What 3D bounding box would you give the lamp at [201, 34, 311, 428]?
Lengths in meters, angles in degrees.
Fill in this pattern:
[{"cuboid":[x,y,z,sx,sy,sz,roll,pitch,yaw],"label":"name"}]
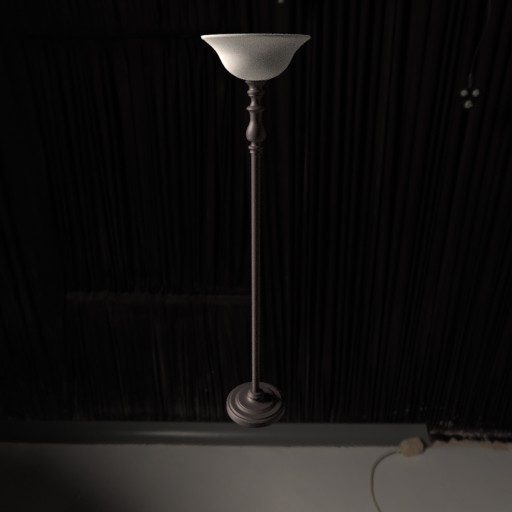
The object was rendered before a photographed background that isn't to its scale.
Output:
[{"cuboid":[0.000,0.000,2.023,0.405,1.797,0.405,0,24,0],"label":"lamp"}]
